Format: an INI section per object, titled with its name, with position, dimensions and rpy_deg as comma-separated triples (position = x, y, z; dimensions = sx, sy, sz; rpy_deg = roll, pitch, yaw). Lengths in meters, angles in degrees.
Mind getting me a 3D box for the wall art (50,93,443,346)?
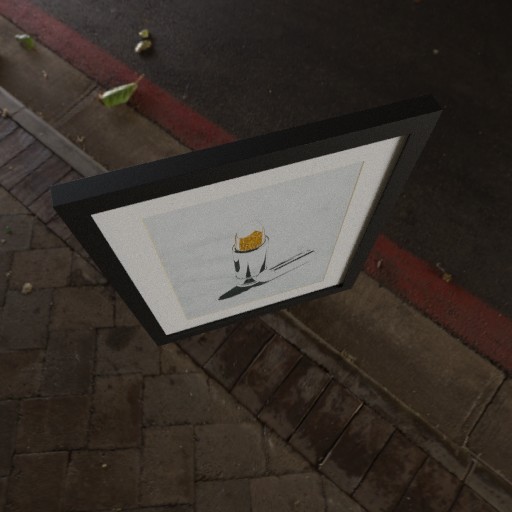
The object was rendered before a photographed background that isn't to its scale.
[wall art]
position = 0.000, 0.000, 0.753
dimensions = 0.457, 0.559, 0.029
rpy_deg = -16, 65, -8
